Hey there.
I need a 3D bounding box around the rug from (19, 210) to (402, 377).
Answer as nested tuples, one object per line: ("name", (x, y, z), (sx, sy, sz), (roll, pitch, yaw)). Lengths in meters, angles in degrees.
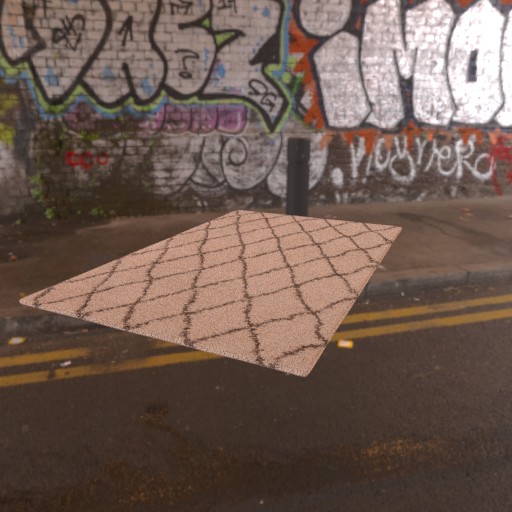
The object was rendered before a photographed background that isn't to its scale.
("rug", (0.000, 0.000, 3.402), (1.778, 0.030, 2.743), (8, 20, 24))
